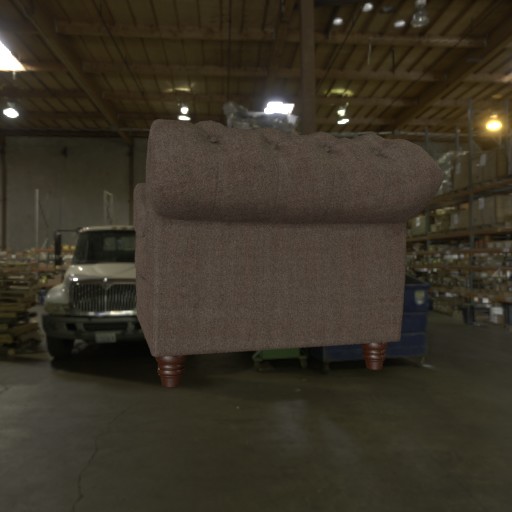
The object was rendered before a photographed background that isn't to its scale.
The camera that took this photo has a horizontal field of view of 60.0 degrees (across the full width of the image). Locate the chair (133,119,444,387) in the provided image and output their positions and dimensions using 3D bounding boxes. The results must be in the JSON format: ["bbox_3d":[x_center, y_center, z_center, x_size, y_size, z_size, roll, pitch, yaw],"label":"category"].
[{"bbox_3d":[0.000,0.000,1.837,0.945,0.780,1.298,0,-1,-18],"label":"chair"}]
